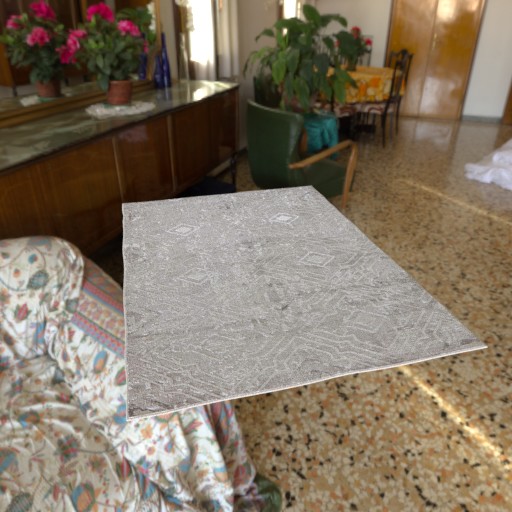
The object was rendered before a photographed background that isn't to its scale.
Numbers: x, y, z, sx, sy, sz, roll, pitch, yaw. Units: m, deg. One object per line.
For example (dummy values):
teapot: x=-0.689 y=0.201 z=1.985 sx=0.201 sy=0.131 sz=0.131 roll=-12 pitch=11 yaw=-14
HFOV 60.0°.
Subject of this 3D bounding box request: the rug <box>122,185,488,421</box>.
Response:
rug: x=0.000 y=0.000 z=4.218 sx=2.448 sy=0.020 sz=3.359 roll=-7 pitch=30 yaw=-13
